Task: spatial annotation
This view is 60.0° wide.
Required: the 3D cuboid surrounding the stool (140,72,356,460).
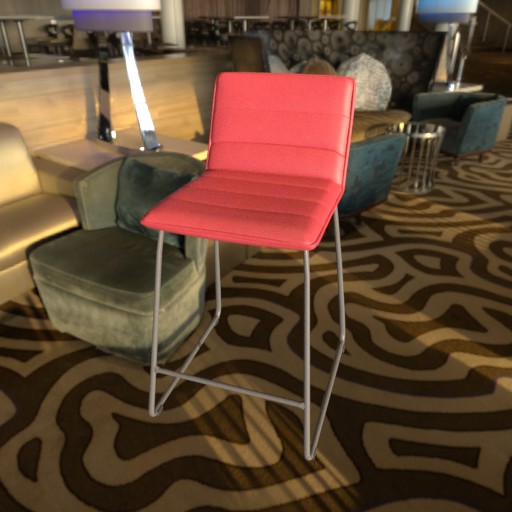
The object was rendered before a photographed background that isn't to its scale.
[{"bbox_3d":[0.000,0.000,1.188,0.489,0.866,0.524,9,29,16],"label":"stool"}]
